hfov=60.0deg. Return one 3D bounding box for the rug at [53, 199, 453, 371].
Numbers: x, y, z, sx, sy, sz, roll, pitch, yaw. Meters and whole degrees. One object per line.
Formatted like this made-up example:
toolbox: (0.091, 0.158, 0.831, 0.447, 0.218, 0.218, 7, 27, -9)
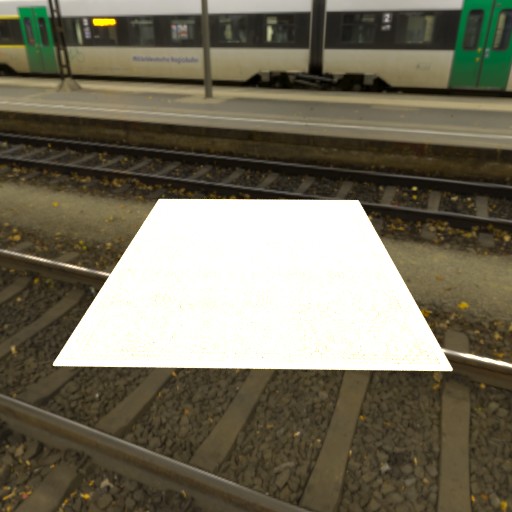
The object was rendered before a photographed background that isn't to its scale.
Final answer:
rug: (0.000, 0.000, 4.062, 2.441, 0.015, 3.050, 0, 27, 1)
